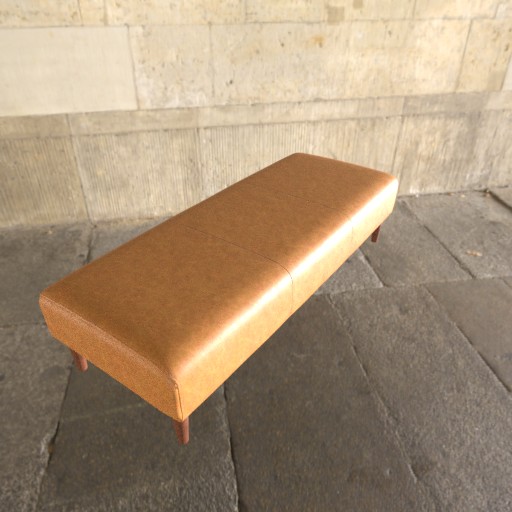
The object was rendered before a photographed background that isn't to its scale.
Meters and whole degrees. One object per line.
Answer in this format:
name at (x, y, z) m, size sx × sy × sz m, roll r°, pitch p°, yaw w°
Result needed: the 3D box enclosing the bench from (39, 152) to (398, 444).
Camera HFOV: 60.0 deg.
bench at (0.000, 0.000, 1.908) m, size 0.653 × 0.399 × 1.610 m, roll 21°, pitch 39°, yaw 29°
